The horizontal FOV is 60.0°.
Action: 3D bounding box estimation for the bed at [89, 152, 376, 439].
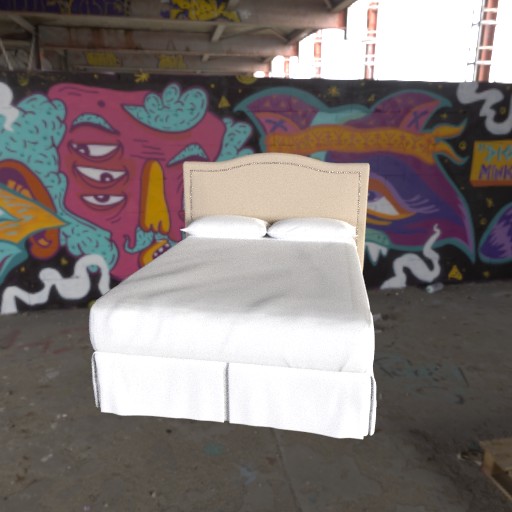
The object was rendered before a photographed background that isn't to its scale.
[{"bbox_3d":[0.000,0.000,3.354,1.753,1.460,2.143,2,15,9],"label":"bed"}]
